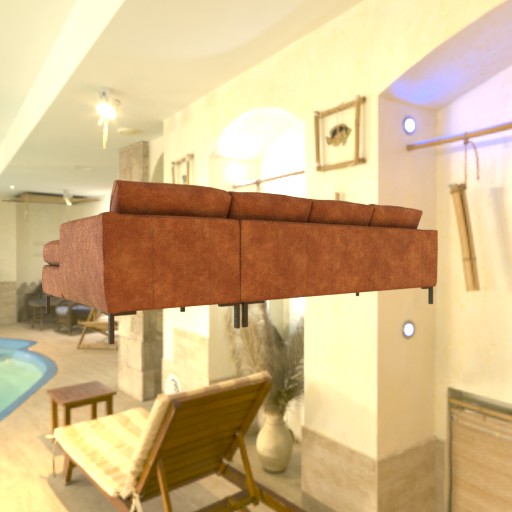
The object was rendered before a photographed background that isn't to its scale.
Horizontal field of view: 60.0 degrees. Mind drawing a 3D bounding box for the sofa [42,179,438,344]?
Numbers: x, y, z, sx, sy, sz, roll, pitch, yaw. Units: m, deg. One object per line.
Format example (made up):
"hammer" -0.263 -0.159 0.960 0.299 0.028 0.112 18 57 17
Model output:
"sofa" 0.000 0.000 3.648 2.993 0.859 1.471 0 1 -37
